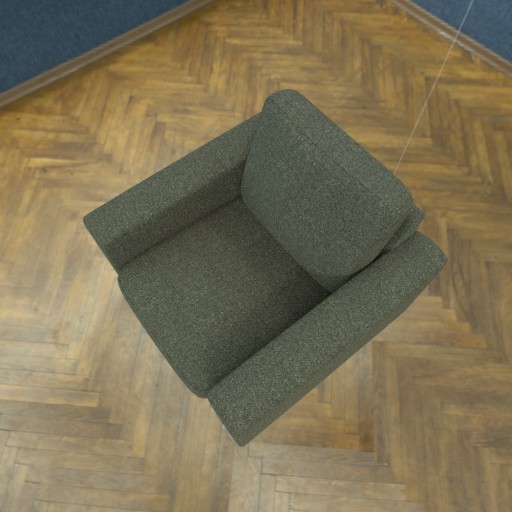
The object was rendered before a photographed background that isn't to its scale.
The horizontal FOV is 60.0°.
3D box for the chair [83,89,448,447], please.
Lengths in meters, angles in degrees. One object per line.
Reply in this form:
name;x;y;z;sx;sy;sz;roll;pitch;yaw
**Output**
chair;0.000;0.000;1.759;1.016;0.873;1.005;-35;68;-16
